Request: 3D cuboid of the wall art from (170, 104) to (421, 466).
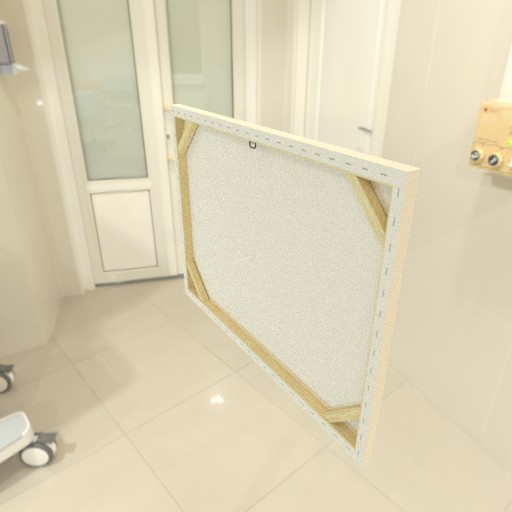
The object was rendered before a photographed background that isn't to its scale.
[{"bbox_3d":[0.000,0.000,1.339,0.038,0.762,1.016,-17,31,-30],"label":"wall art"}]
